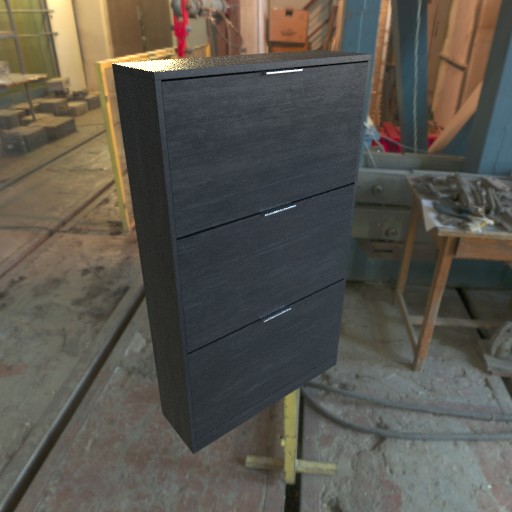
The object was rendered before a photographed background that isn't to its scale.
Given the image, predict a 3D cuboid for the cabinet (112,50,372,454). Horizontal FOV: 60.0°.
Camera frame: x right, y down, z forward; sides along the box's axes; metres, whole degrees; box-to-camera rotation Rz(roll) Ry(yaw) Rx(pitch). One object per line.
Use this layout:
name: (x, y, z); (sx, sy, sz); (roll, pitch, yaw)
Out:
cabinet: (0.000, 0.000, 1.567); (0.750, 1.280, 0.250); (-21, 35, -33)
